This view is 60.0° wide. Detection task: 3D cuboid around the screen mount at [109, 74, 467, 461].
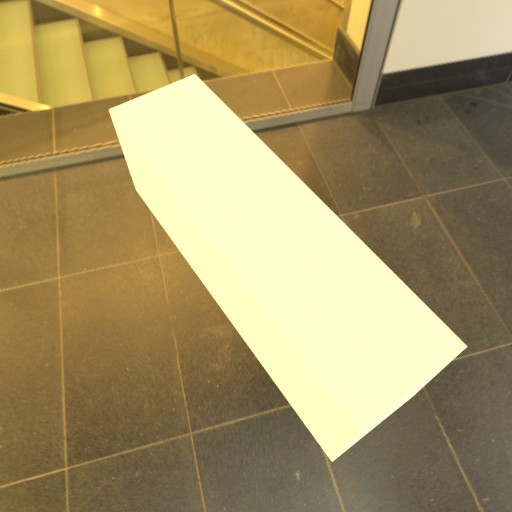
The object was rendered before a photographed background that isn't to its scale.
[{"bbox_3d":[0.000,0.000,1.764,0.400,0.619,1.490,-30,62,-18],"label":"screen mount"}]
